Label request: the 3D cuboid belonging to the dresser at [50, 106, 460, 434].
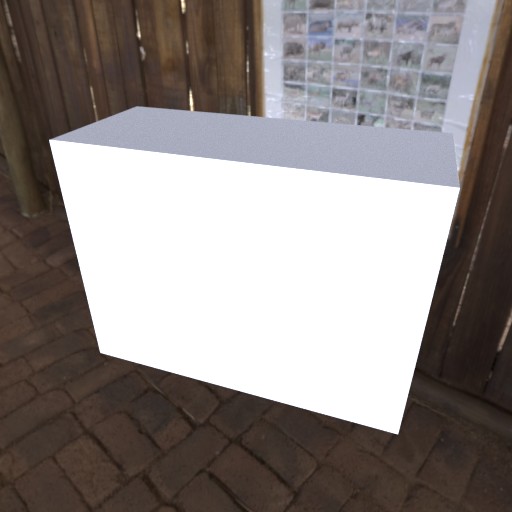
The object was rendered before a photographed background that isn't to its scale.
[{"bbox_3d":[0.000,0.000,1.516,1.100,0.820,0.460,10,32,17],"label":"dresser"}]
